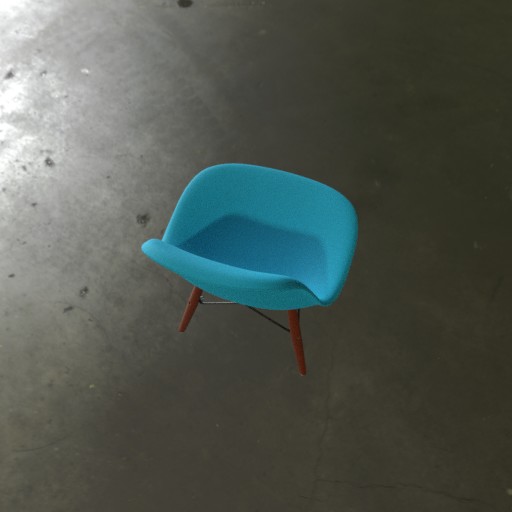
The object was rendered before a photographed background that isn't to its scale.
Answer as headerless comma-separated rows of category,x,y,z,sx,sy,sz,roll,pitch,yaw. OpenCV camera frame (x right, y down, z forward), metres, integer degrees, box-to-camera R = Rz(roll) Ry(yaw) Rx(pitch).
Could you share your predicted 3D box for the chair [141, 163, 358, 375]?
chair,0.000,0.000,1.137,0.470,0.826,0.533,16,64,8
